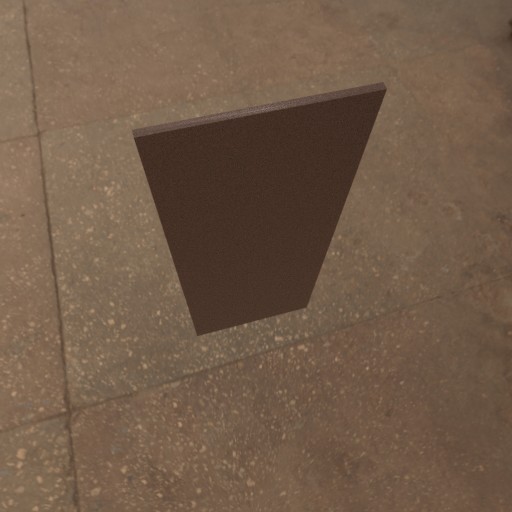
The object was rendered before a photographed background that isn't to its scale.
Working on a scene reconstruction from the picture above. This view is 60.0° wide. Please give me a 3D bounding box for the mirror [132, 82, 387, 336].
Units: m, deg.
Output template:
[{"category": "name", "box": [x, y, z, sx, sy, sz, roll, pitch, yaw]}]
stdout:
[{"category": "mirror", "box": [0.000, 0.000, 2.276, 0.812, 2.020, 0.221, -14, 59, -8]}]
